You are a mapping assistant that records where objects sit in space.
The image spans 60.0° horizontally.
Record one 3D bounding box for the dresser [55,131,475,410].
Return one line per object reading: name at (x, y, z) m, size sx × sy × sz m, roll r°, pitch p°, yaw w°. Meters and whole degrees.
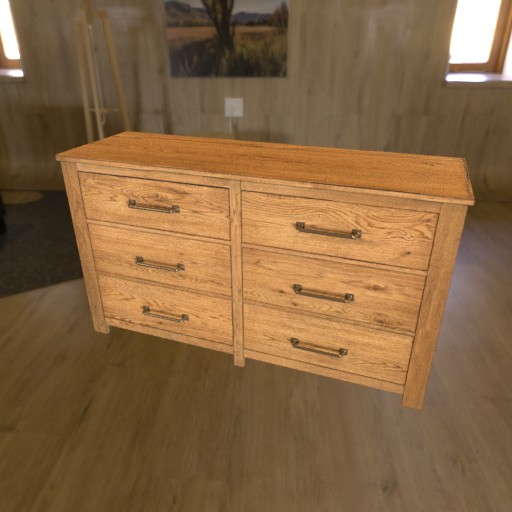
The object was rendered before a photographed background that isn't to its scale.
dresser at (0.000, 0.000, 2.074) m, size 1.657 × 0.932 × 0.563 m, roll 9°, pitch 28°, yaw 17°
